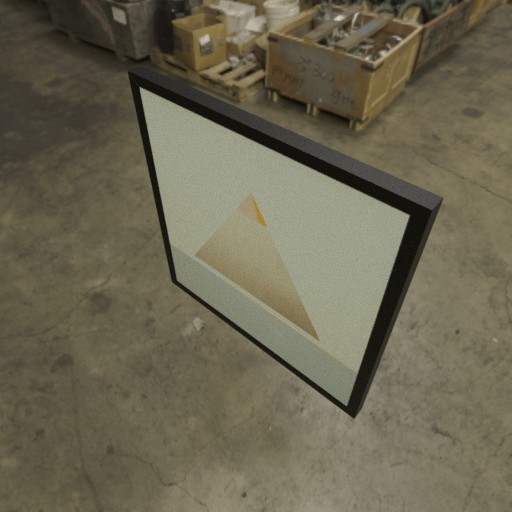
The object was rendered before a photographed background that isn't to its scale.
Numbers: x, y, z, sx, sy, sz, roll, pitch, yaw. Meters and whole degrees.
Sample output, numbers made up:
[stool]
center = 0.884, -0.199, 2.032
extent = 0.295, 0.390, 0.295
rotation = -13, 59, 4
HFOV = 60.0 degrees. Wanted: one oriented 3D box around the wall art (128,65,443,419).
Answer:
[wall art]
center = 0.000, 0.000, 1.156
extent = 0.769, 0.766, 0.042
rotation = 32, 54, 27
